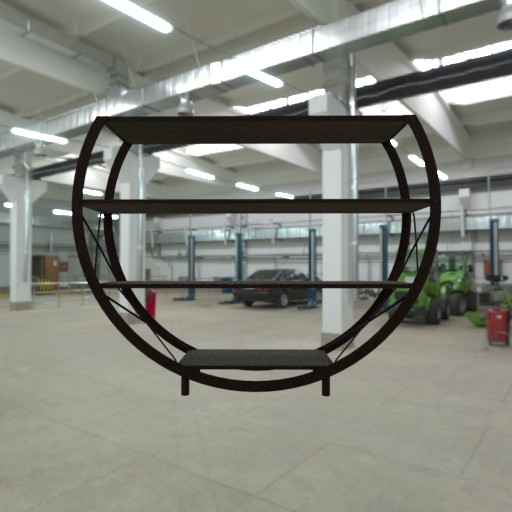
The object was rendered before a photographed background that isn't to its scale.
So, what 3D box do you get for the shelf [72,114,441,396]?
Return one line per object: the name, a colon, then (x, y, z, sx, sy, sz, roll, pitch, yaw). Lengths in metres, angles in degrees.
shelf: (0.000, 0.000, 1.844, 1.403, 1.063, 0.344, 0, -1, 1)
